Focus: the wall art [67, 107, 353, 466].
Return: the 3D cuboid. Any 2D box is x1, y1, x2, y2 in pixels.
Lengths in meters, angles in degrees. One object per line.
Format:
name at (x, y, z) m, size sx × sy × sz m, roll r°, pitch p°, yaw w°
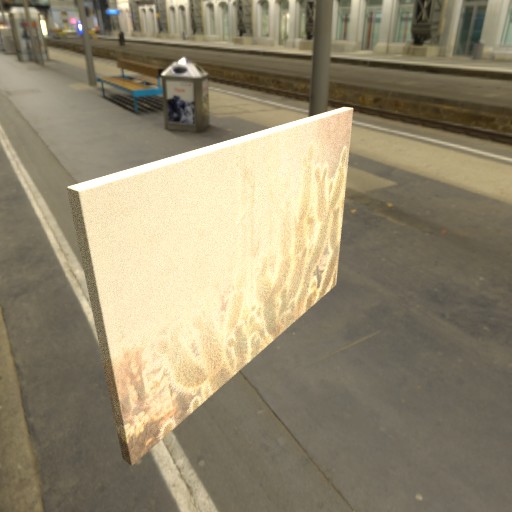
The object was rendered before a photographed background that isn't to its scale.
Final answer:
wall art at (0.000, 0.000, 1.405) m, size 0.041 × 0.758 × 1.142 m, roll 19°, pitch 33°, yaw 32°
